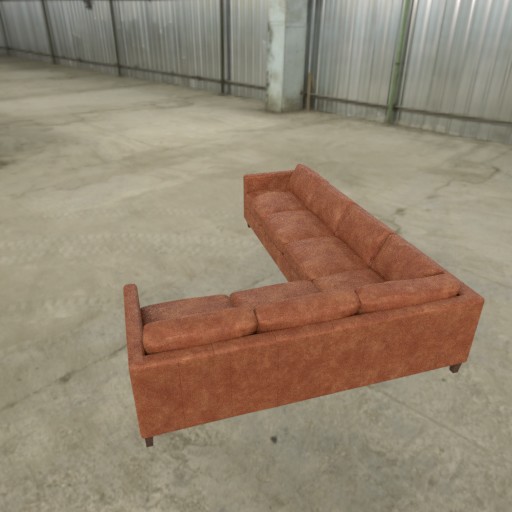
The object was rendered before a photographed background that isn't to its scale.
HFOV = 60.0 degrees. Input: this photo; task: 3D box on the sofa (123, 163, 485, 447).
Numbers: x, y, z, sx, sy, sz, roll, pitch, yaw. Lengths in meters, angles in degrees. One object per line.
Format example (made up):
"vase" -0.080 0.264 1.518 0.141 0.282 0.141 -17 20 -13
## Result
"sofa" 0.000 0.000 4.232 2.438 0.838 3.167 -8 30 -15
